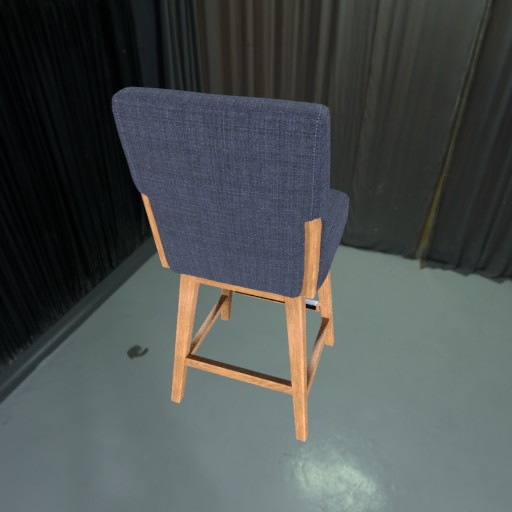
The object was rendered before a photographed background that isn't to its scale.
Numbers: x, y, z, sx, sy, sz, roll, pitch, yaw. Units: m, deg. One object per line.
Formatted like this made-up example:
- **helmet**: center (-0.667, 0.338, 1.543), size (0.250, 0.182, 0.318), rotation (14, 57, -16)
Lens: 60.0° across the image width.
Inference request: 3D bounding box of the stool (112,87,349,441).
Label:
- **stool**: center (0.000, 0.000, 1.284), size (0.459, 1.010, 0.526), rotation (11, 36, 16)
